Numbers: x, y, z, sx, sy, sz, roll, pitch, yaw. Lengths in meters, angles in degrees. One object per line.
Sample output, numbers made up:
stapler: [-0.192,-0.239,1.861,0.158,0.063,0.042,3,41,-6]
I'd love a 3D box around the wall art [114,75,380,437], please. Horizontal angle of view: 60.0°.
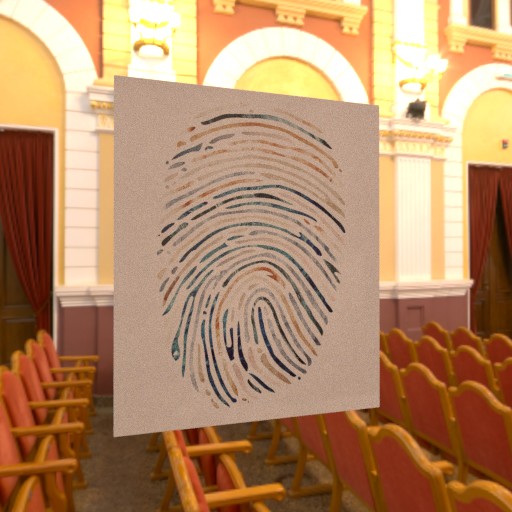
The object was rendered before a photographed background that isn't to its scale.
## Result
wall art: [0.000,0.000,0.831,0.508,0.606,0.037,0,0,-17]
